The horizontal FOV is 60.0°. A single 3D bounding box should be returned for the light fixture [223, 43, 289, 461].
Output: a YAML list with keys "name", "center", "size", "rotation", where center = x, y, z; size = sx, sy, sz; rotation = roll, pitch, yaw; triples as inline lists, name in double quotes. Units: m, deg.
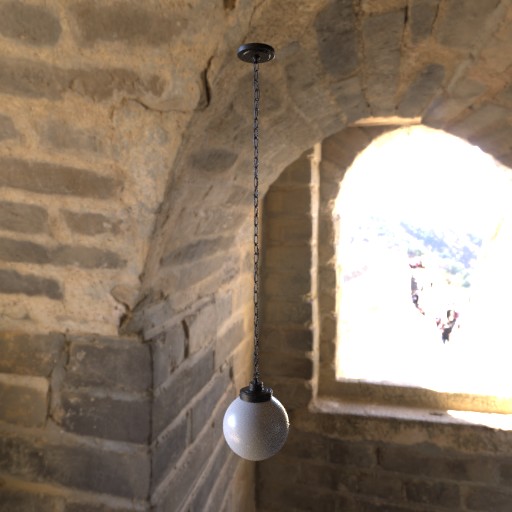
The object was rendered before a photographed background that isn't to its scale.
- name: "light fixture"
  center: [0.000, 0.000, 2.039]
  size: [0.305, 1.867, 0.304]
  rotation: [-1, 1, -37]
